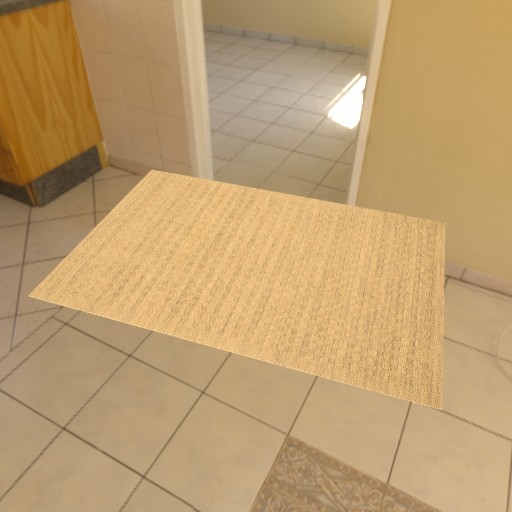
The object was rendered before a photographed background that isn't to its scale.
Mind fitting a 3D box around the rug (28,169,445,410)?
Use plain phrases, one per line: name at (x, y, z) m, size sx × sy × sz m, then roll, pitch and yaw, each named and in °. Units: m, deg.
rug at (0.000, 0.000, 2.170) m, size 1.752 × 0.006 × 1.142 m, roll 12°, pitch 43°, yaw 14°
